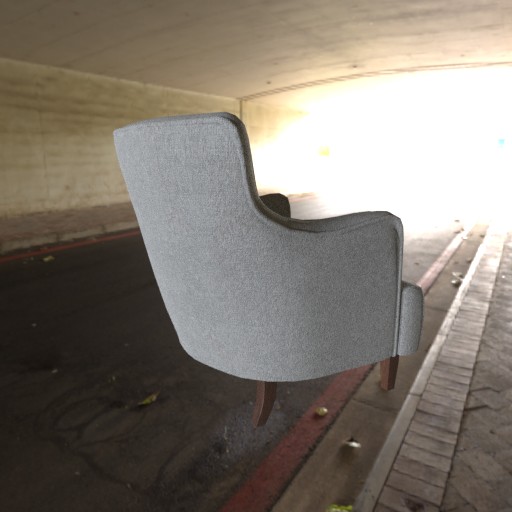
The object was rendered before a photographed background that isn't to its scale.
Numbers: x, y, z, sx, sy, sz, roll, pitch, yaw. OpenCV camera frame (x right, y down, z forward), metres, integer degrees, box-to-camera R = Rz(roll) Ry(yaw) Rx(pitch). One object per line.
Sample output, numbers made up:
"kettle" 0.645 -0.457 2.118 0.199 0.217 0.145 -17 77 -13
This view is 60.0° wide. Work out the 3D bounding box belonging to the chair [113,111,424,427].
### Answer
"chair" 0.000 0.000 1.577 0.910 0.920 0.820 -7 14 -26
